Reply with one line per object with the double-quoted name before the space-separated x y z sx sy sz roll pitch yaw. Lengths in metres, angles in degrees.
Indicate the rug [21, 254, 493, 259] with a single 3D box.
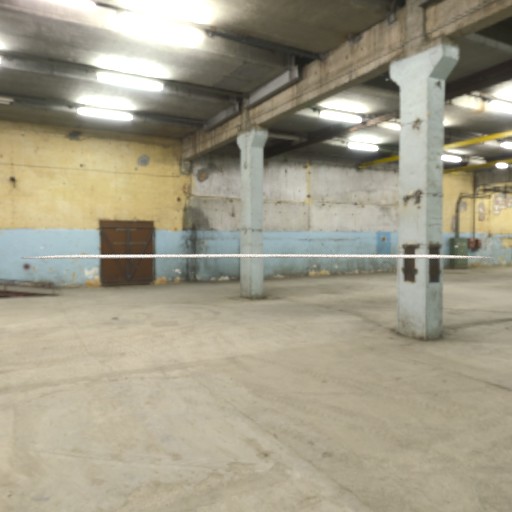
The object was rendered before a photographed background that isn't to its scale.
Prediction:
"rug" 0.000 0.000 2.535 2.346 0.013 0.712 0 1 0
